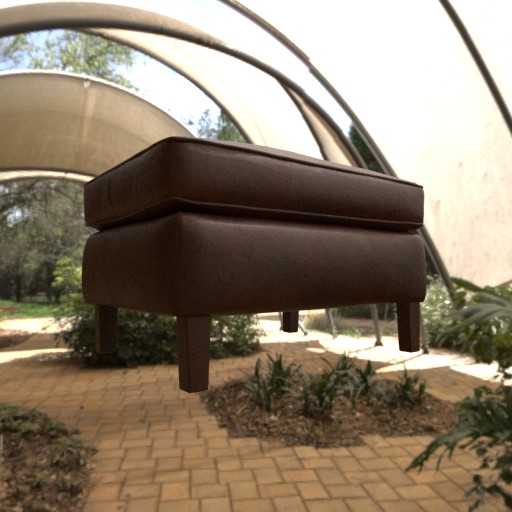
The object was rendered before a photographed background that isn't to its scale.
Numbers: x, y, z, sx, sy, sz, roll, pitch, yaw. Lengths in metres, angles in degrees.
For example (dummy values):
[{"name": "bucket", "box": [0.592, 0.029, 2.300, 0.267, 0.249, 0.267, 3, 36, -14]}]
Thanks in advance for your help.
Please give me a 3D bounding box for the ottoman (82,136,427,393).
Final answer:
[{"name": "ottoman", "box": [0.000, 0.000, 1.008, 0.665, 0.432, 0.501, 2, -3, -37]}]
